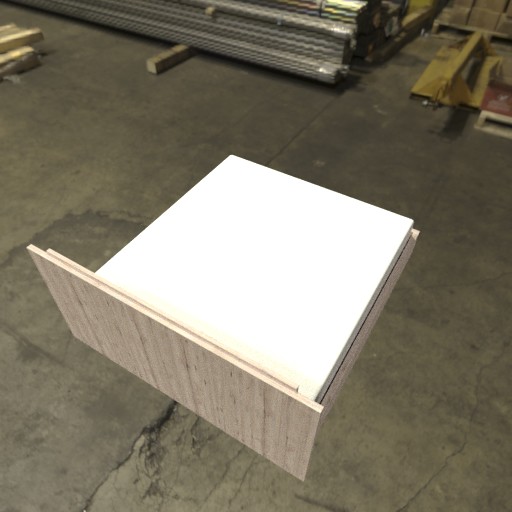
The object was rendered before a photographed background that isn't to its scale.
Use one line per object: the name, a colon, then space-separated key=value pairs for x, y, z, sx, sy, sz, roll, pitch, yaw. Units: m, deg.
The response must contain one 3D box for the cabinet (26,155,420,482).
cabinet: x=0.000 y=0.000 z=3.253 sx=1.950 sy=0.970 sz=2.080 roll=24 pitch=51 yaw=21
